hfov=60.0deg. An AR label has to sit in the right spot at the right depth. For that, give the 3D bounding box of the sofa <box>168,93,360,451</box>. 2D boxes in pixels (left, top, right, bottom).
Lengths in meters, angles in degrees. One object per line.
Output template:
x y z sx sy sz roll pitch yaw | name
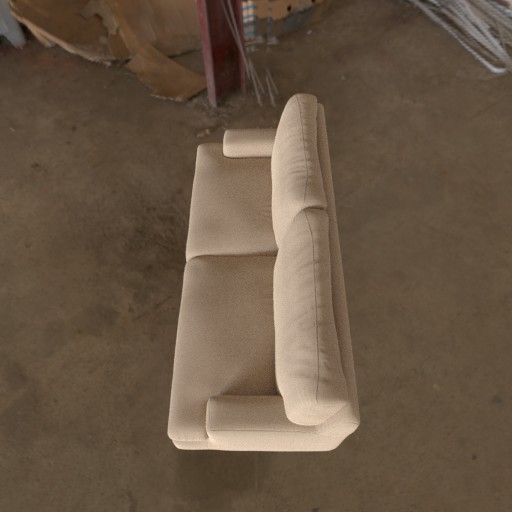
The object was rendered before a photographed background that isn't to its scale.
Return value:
0.000 0.000 2.751 0.929 0.925 2.147 0 57 0 | sofa
